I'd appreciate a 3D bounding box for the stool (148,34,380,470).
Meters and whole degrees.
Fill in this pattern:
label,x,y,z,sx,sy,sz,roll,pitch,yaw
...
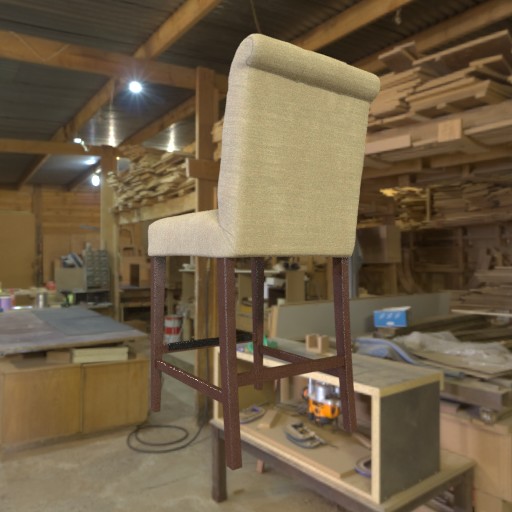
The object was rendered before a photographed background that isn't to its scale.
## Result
label,x,y,z,sx,sy,sz,roll,pitch,yaw
stool,0.000,0.000,1.432,0.486,1.084,0.660,0,0,-35
